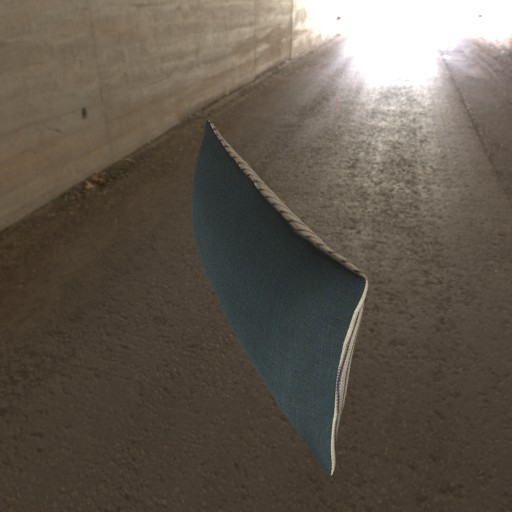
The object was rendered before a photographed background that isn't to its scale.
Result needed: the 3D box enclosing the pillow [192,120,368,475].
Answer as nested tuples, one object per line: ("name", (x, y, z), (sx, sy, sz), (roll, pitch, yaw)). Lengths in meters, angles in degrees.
("pillow", (0.000, 0.000, 0.727), (0.151, 0.305, 0.609), (-10, 32, -17))
